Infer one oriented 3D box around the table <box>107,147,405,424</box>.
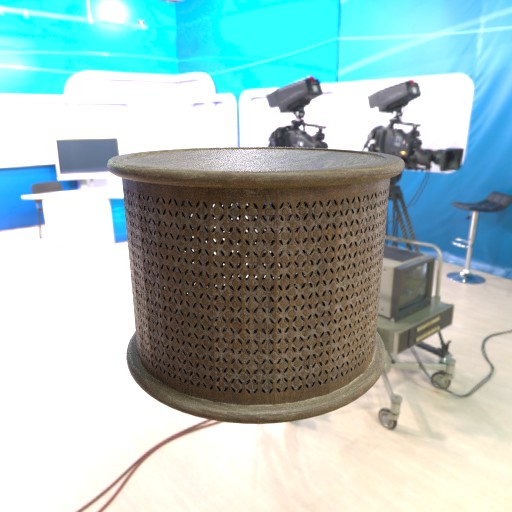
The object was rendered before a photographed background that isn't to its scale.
[{"bbox_3d":[0.000,0.000,1.013,0.607,0.450,0.607,0,17,0],"label":"table"}]
